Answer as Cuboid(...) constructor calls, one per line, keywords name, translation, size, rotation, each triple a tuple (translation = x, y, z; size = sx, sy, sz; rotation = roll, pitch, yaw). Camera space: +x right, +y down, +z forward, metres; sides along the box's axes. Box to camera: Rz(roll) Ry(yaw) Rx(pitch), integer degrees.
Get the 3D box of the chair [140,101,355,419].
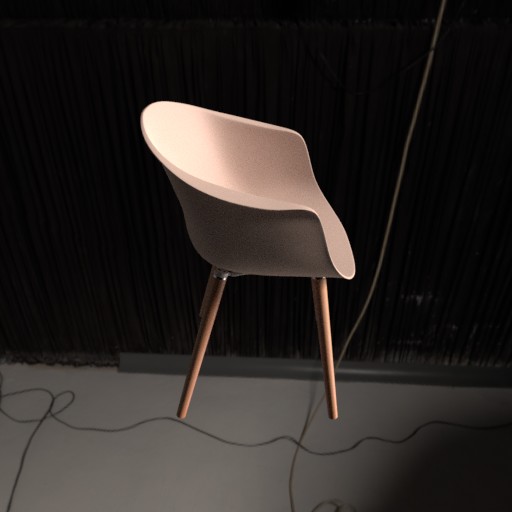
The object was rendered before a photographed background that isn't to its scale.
Cuboid(name="chair", translation=(0.000, 0.000, 1.203), size=(0.504, 0.781, 0.593), rotation=(1, 31, 2))
